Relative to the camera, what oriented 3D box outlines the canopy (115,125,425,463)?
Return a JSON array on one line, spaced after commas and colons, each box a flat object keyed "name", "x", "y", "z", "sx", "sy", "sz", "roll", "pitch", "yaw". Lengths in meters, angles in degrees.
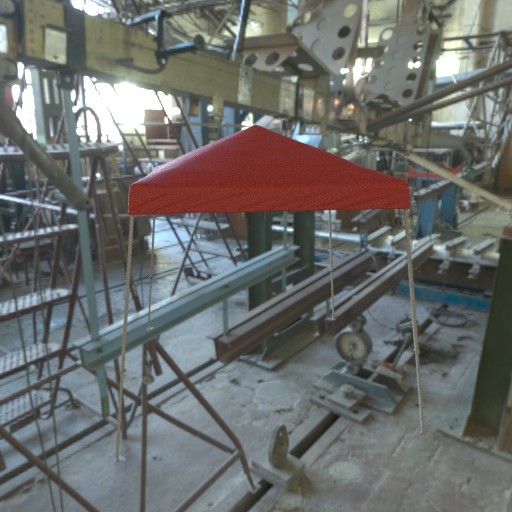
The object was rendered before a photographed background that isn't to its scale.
[{"name": "canopy", "x": 0.000, "y": 0.000, "z": 6.334, "sx": 3.600, "sy": 3.600, "sz": 3.599, "roll": -2, "pitch": 15, "yaw": -7}]
